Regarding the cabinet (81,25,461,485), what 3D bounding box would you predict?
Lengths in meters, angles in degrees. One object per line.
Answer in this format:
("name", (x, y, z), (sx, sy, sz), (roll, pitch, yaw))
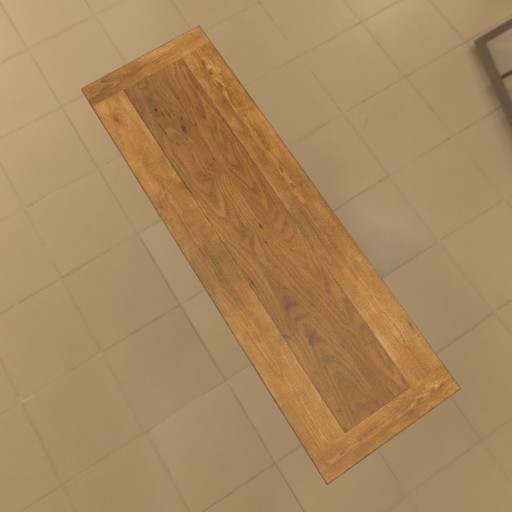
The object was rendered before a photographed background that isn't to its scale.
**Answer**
("cabinet", (0.000, 0.000, 1.795), (0.480, 0.813, 1.474), (-32, 79, -7))
